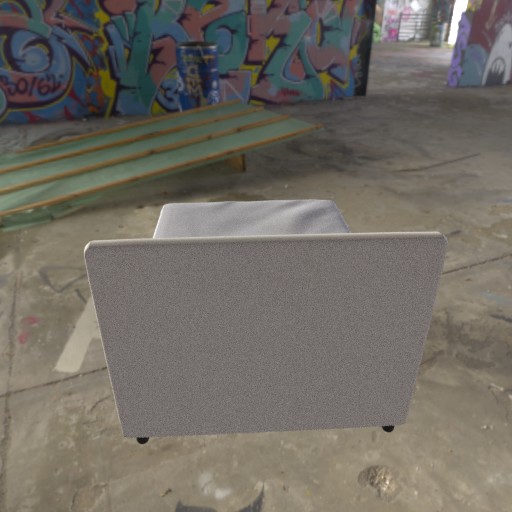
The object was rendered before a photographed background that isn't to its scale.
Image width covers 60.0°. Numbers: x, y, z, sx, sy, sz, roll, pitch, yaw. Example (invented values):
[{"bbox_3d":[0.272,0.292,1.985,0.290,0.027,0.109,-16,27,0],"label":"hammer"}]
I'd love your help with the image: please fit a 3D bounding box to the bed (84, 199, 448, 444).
[{"bbox_3d":[0.000,0.000,3.198,1.713,1.330,2.142,-2,29,-3],"label":"bed"}]
